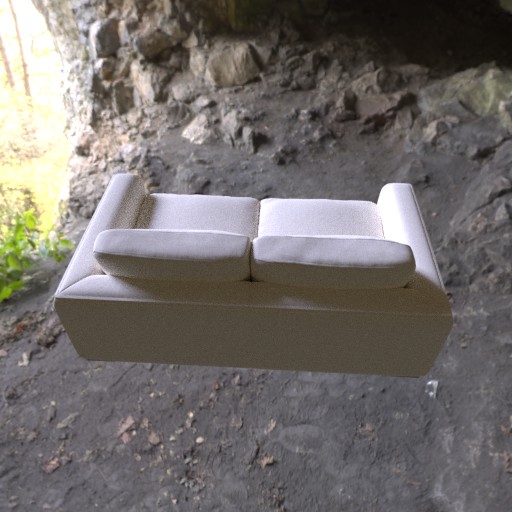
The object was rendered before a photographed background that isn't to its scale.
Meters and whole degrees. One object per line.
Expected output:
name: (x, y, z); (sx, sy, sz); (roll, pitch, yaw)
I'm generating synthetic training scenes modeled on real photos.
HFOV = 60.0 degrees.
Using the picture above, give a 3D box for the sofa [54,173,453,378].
sofa: (0.000, 0.000, 2.537); (1.920, 0.801, 1.069); (2, 45, 2)
